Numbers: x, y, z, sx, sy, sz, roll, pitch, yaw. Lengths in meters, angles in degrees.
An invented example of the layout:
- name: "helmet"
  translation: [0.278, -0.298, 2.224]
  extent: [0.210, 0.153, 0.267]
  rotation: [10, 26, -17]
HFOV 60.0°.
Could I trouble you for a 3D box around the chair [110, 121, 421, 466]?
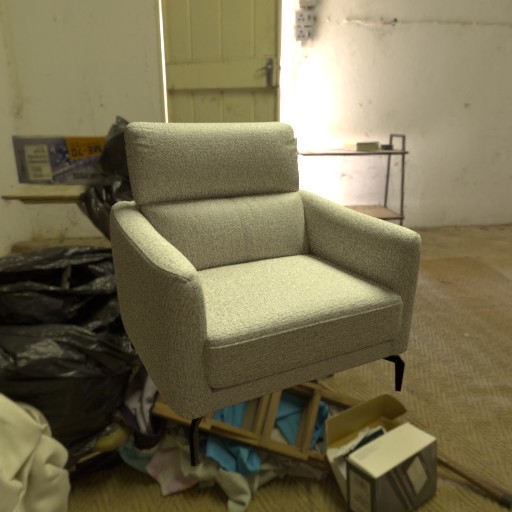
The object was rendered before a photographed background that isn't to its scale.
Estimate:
- name: "chair"
  translation: [0.000, 0.000, 1.676]
  extent: [0.972, 0.967, 0.835]
  rotation: [-9, 19, -26]
